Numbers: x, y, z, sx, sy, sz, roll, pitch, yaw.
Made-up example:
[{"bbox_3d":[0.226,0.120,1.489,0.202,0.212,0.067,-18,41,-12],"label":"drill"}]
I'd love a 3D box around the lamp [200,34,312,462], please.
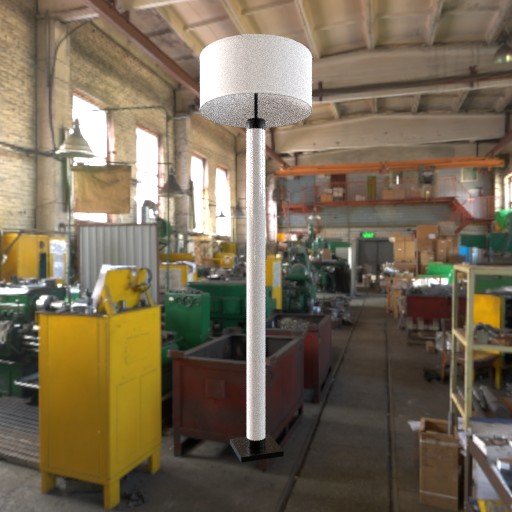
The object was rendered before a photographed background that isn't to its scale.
[{"bbox_3d":[0.000,0.000,1.668,0.420,1.475,0.420,0,1,-17],"label":"lamp"}]
